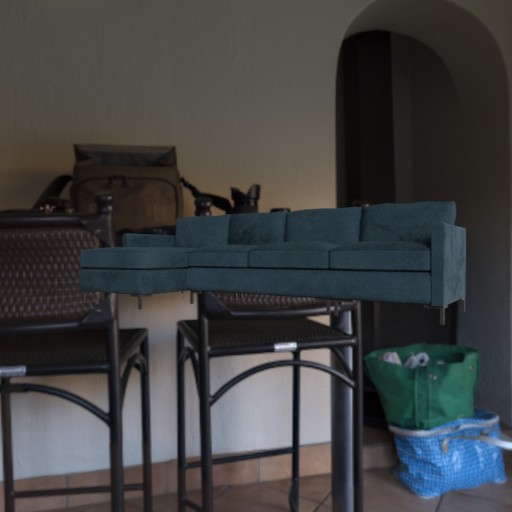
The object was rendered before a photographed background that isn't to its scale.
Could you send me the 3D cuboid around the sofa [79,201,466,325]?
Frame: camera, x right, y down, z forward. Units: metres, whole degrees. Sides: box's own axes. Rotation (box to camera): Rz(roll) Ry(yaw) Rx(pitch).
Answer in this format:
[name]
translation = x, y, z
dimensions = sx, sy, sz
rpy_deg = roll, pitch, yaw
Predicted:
[sofa]
translation = 0.000, 0.000, 4.172
dimensions = 3.400, 0.967, 1.500
rpy_deg = 0, 0, 34
